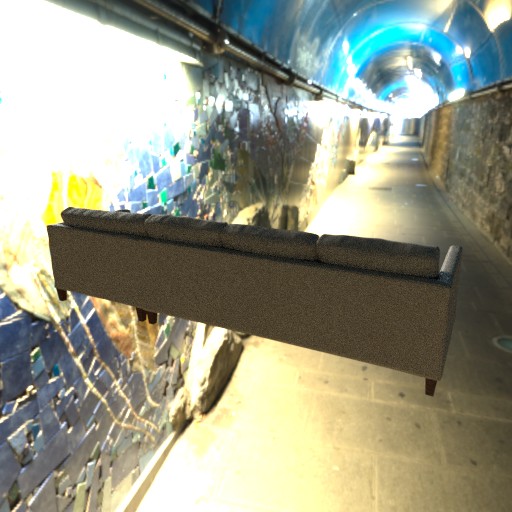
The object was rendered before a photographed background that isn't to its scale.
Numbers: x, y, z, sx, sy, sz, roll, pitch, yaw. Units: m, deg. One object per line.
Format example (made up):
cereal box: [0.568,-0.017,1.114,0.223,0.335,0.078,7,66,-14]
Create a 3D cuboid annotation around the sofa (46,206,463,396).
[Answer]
sofa: [0.000,0.000,3.782,3.186,0.846,1.625,8,18,26]
